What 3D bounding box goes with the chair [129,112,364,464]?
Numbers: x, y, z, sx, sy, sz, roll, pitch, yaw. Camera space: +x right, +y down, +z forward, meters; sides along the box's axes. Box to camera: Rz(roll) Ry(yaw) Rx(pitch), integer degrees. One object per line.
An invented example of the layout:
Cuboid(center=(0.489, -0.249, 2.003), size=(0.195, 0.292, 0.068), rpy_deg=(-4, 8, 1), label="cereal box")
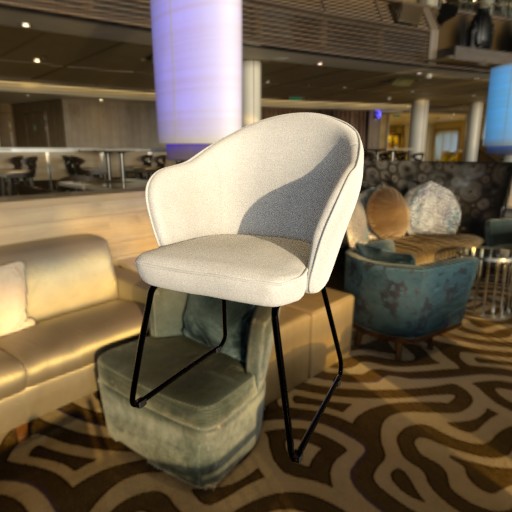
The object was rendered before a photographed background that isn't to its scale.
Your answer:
Cuboid(center=(0.000, 0.000, 1.259), size=(0.570, 0.817, 0.592), rpy_deg=(7, 15, 26), label="chair")
